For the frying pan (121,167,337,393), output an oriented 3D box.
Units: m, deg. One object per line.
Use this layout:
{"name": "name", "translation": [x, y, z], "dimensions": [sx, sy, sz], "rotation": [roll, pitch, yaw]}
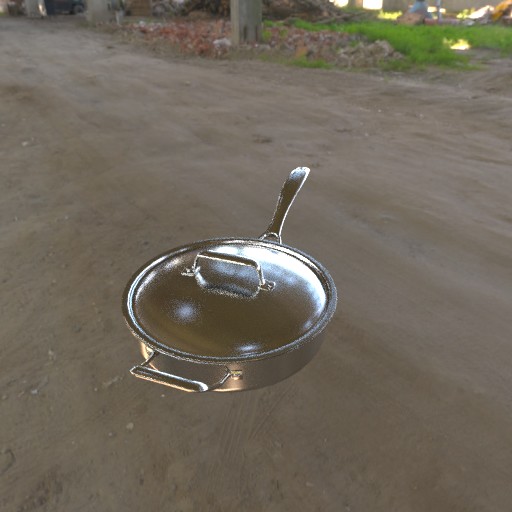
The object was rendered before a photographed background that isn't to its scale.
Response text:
{"name": "frying pan", "translation": [0.000, 0.000, 0.673], "dimensions": [0.280, 0.114, 0.561], "rotation": [10, 32, 17]}
